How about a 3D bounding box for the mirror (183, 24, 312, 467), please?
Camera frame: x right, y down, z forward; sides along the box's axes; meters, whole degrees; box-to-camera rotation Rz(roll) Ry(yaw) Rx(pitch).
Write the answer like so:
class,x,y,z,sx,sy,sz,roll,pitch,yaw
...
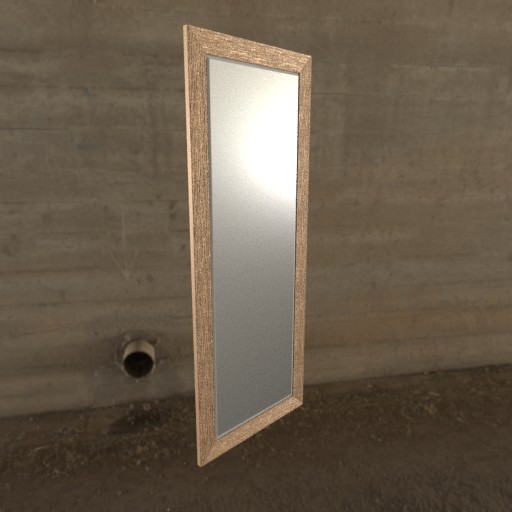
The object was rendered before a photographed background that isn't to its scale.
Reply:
class,x,y,z,sx,sy,sz,roll,pitch,yaw
mirror,0.000,0.000,2.285,0.026,2.031,0.812,12,18,43
